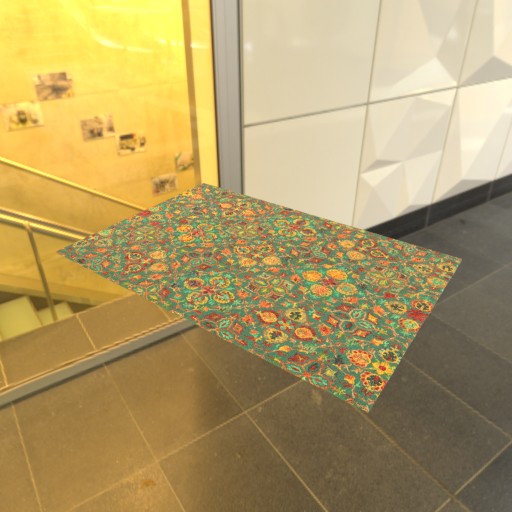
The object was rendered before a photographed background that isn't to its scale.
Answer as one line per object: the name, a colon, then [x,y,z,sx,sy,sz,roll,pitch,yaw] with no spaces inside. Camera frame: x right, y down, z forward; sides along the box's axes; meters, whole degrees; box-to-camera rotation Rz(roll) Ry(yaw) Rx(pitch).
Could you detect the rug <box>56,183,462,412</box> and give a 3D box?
rug: [0.000,0.000,2.995,2.290,0.016,1.527,21,37,30]
